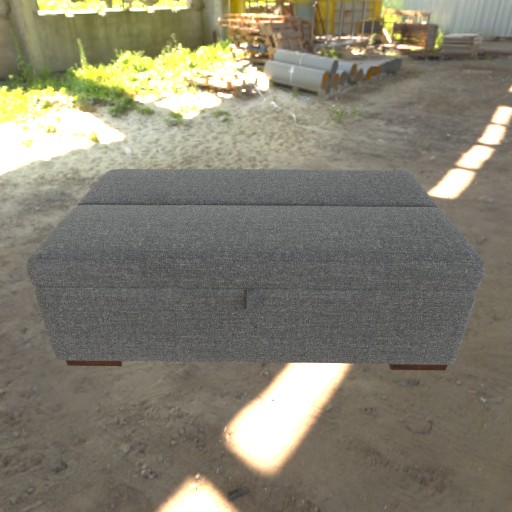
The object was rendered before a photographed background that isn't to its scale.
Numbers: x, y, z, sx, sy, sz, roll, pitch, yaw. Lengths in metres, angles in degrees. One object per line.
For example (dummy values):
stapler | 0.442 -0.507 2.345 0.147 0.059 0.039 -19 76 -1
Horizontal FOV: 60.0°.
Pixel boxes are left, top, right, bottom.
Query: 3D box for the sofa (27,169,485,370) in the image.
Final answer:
sofa | 0.000 0.000 1.549 1.198 0.417 0.782 0 30 1
